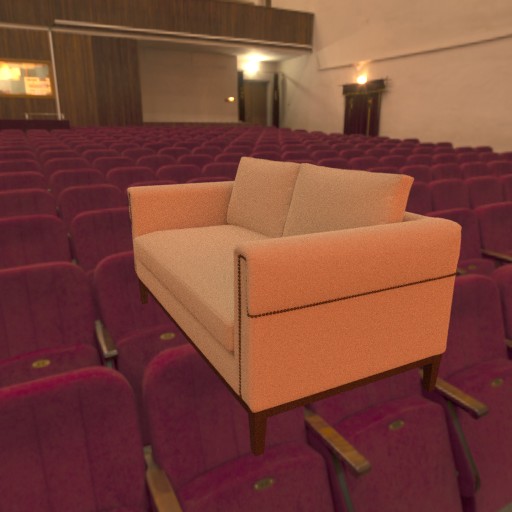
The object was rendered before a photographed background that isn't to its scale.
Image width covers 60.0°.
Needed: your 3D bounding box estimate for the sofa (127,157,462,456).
[{"bbox_3d":[0.000,0.000,2.156,0.905,0.873,1.598,-8,18,-27],"label":"sofa"}]
